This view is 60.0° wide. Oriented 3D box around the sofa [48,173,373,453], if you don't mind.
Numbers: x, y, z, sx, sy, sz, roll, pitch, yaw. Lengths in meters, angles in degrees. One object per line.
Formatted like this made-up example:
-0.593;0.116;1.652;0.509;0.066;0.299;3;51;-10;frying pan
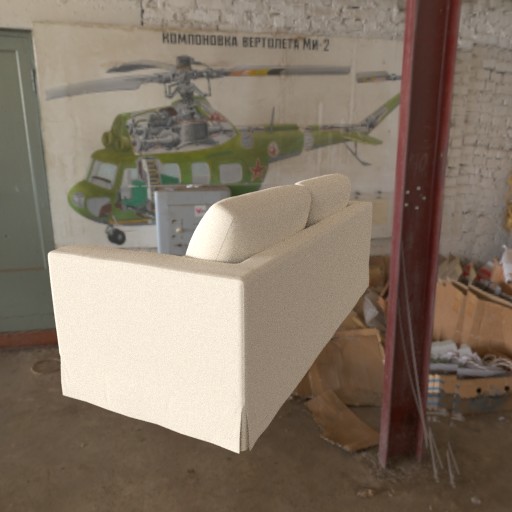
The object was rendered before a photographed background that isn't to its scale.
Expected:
0.000;0.000;2.637;0.954;0.881;2.163;7;16;25;sofa
